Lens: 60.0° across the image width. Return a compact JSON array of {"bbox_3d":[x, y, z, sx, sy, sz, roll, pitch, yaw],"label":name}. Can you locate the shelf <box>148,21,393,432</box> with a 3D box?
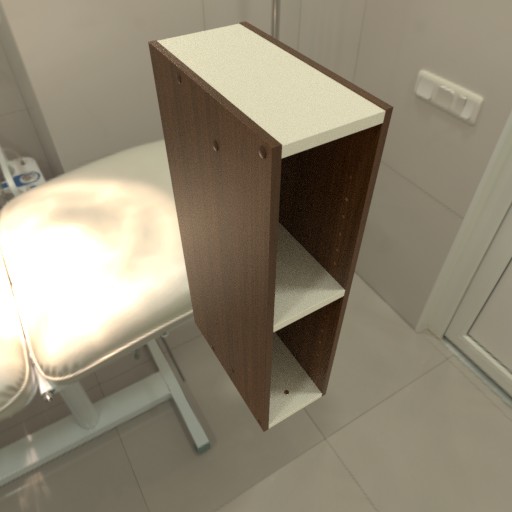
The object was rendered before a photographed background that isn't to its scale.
[{"bbox_3d":[0.000,0.000,0.715,0.147,0.600,0.290,-24,50,-21],"label":"shelf"}]
